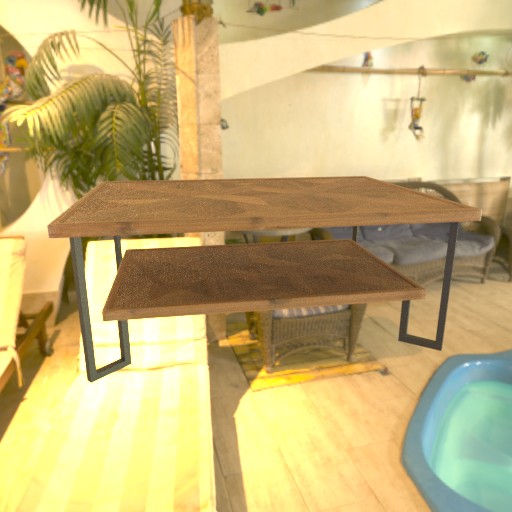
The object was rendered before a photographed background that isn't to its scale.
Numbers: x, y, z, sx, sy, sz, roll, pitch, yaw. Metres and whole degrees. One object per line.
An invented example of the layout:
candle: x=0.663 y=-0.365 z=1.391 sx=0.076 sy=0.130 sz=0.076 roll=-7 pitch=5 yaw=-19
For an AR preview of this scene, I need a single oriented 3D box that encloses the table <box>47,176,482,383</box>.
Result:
table: x=0.000 y=0.000 z=1.718 sx=1.238 sy=0.492 sz=0.877 roll=-3 pitch=17 yaw=-9
